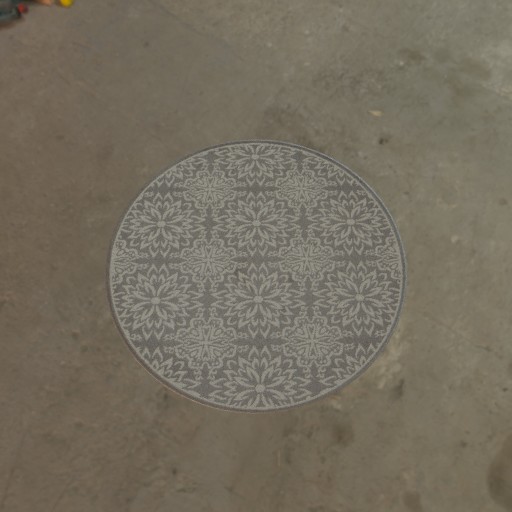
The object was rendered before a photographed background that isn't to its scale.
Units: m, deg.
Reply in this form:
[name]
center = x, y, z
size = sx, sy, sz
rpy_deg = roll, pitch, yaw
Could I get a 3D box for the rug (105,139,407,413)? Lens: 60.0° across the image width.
[rug]
center = 0.000, 0.000, 2.363
size = 1.593, 0.012, 1.593
rpy_deg = 0, 64, 0
